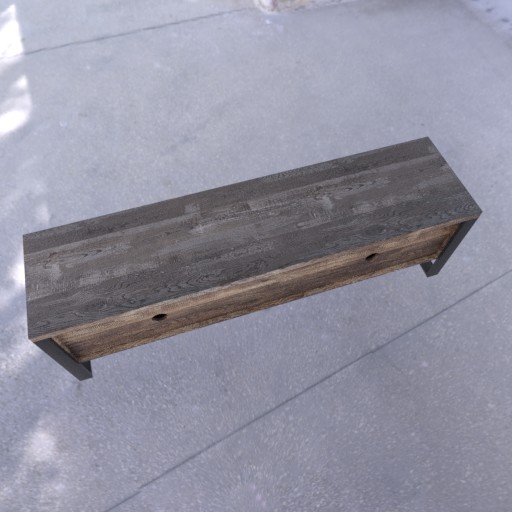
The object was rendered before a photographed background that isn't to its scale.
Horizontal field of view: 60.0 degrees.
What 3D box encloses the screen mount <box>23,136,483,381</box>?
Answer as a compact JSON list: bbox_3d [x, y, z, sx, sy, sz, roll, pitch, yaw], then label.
[{"bbox_3d":[0.000,0.000,1.706,1.524,0.450,0.395,-15,60,-9],"label":"screen mount"}]
